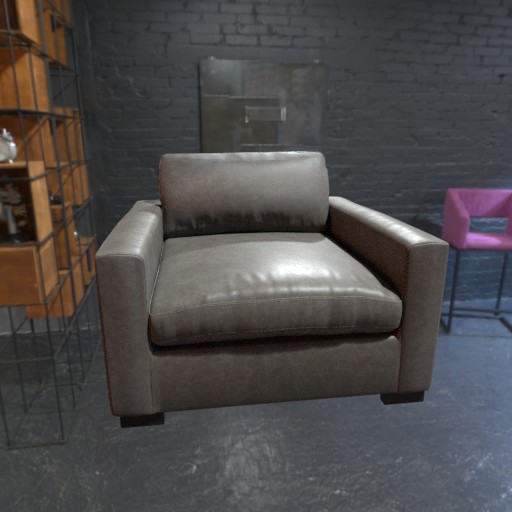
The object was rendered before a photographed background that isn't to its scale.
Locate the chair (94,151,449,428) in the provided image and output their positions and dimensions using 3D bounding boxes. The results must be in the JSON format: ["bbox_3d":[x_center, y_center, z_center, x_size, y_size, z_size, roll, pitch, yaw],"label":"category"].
[{"bbox_3d":[0.000,0.000,1.822,1.106,0.807,1.080,-2,16,-8],"label":"chair"}]
